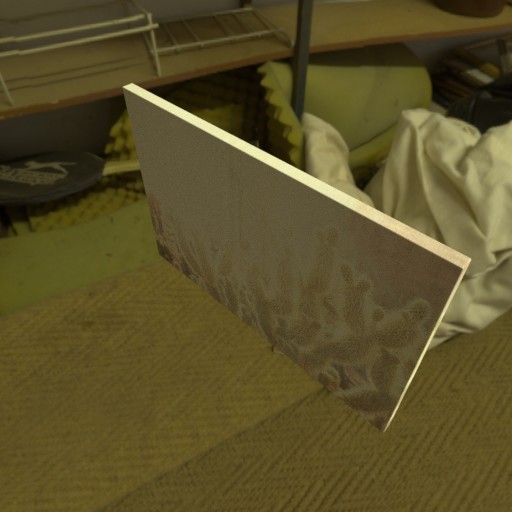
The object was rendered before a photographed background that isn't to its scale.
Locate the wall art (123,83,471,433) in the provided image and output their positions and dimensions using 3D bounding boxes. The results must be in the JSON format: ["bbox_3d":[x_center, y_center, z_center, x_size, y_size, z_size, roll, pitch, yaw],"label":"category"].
[{"bbox_3d":[0.000,0.000,1.410,1.142,0.758,0.041,34,55,29],"label":"wall art"}]
